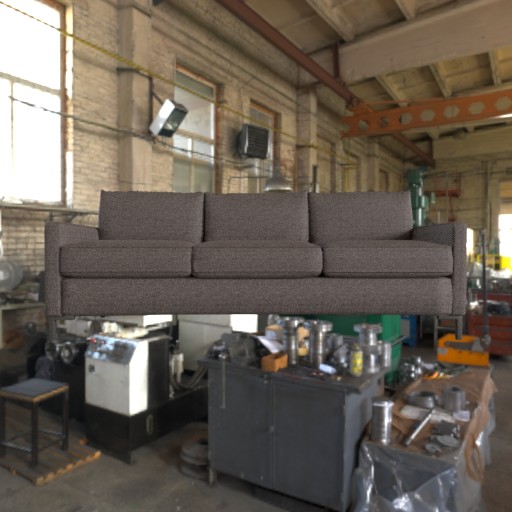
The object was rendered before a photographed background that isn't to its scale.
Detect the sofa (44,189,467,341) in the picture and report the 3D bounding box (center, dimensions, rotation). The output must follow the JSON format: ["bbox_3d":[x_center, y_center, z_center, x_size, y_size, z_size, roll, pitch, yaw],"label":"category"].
[{"bbox_3d":[0.000,0.000,2.729,2.253,0.882,0.876,0,1,-1],"label":"sofa"}]
